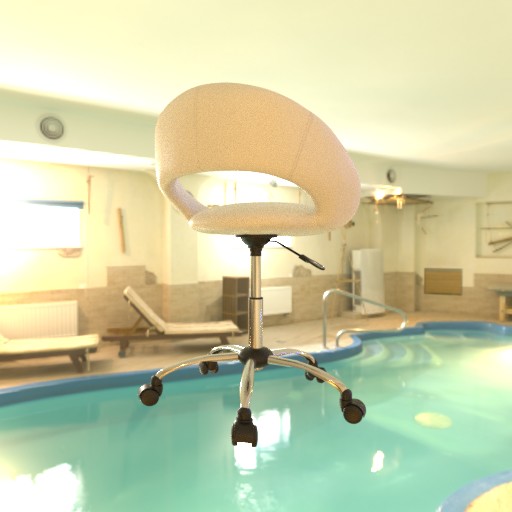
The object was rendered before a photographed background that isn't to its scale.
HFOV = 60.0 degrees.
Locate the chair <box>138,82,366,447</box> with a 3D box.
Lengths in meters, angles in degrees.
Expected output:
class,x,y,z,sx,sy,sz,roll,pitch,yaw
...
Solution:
class,x,y,z,sx,sy,sz,roll,pitch,yaw
chair,0.000,0.000,1.206,0.612,0.791,0.538,1,2,35
